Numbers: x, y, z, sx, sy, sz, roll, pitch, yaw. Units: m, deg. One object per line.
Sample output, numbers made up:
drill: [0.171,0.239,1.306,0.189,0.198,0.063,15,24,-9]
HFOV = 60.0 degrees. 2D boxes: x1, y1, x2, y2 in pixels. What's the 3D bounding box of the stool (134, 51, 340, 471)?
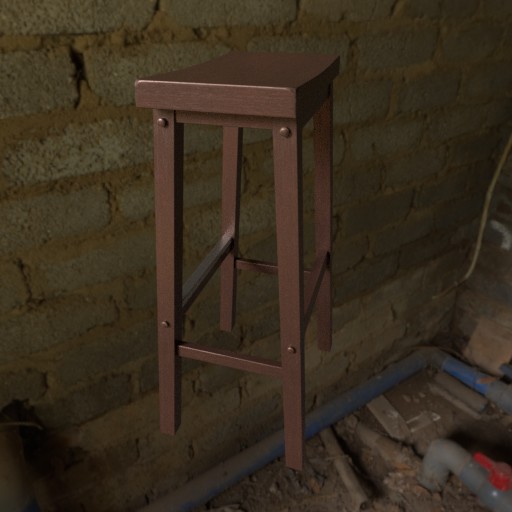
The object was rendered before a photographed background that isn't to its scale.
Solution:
stool: [0.000,0.000,0.930,0.322,0.742,0.406,9,31,15]
